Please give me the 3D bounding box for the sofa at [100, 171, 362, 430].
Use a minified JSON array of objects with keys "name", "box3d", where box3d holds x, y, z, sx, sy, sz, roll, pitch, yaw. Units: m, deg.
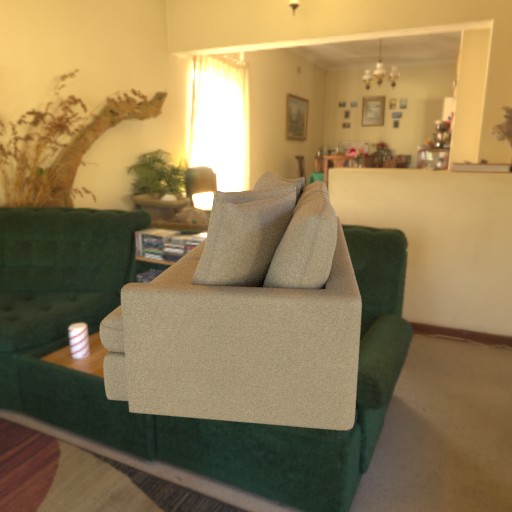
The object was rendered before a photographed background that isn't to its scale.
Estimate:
[{"name":"sofa","box3d":[0.000,0.000,3.059,1.228,1.084,2.380,2,14,8]}]
